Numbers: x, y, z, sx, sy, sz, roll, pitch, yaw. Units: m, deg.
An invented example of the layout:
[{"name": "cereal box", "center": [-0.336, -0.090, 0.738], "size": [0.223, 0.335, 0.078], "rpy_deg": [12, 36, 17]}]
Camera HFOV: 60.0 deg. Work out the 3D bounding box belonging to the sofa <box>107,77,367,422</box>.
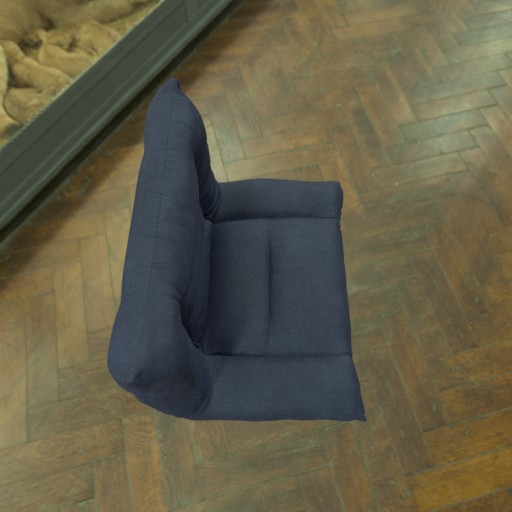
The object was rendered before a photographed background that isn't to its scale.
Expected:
[{"name": "sofa", "center": [0.000, 0.000, 1.688], "size": [0.849, 0.778, 1.122], "rpy_deg": [0, 63, 0]}]
